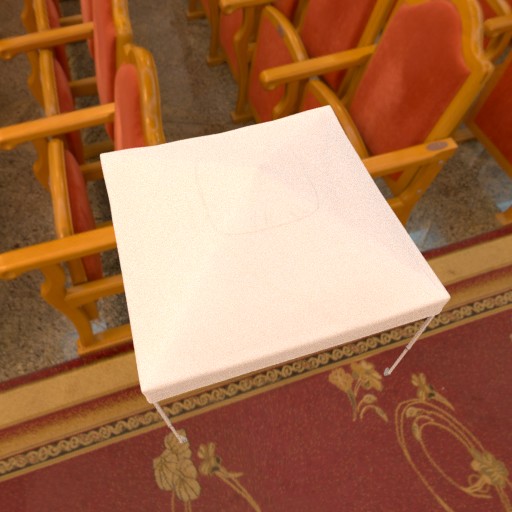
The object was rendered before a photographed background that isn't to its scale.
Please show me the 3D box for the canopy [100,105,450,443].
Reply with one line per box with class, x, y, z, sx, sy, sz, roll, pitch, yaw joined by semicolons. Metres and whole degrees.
canopy;0.000;0.000;5.387;2.996;2.997;2.998;-15;58;-10
